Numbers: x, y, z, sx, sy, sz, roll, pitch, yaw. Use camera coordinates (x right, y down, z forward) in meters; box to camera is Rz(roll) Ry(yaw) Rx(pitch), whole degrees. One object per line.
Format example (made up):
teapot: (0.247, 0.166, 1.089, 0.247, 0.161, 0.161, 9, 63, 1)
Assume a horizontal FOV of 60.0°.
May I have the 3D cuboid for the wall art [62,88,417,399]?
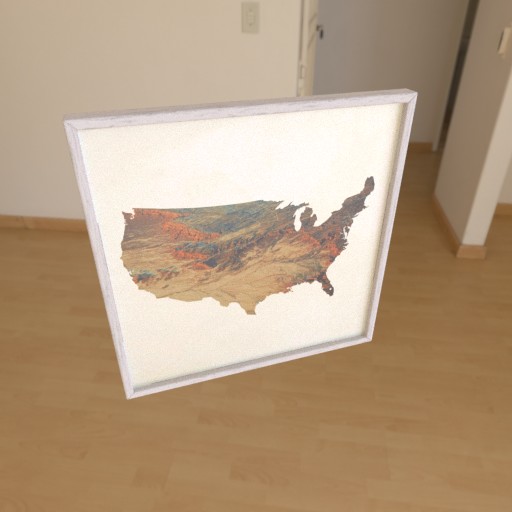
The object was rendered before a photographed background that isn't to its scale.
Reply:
wall art: (0.000, 0.000, 1.914, 1.287, 1.288, 0.078, -10, 33, -15)
